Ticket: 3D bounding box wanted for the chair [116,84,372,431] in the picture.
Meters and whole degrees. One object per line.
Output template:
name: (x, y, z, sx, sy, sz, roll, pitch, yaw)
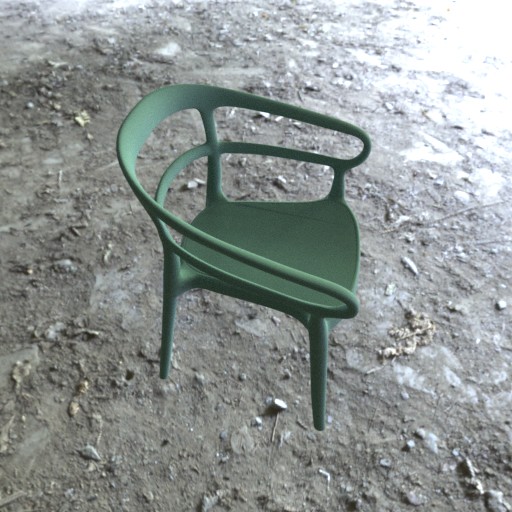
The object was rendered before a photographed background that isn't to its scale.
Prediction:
chair: (0.000, 0.000, 1.150, 0.527, 0.761, 0.559, 9, 47, 9)
